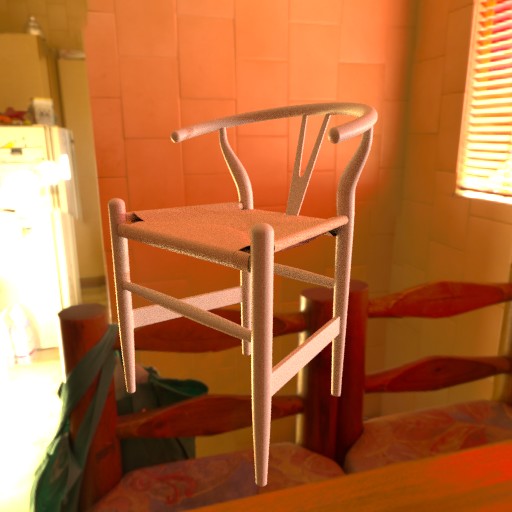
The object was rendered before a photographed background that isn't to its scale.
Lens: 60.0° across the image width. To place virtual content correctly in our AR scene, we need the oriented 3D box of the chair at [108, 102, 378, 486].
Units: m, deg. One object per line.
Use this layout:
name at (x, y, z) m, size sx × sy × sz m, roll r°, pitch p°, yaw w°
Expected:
chair at (0.000, 0.000, 1.084) m, size 0.533 × 0.736 × 0.500 m, roll 14°, pitch 20°, yaw 42°
